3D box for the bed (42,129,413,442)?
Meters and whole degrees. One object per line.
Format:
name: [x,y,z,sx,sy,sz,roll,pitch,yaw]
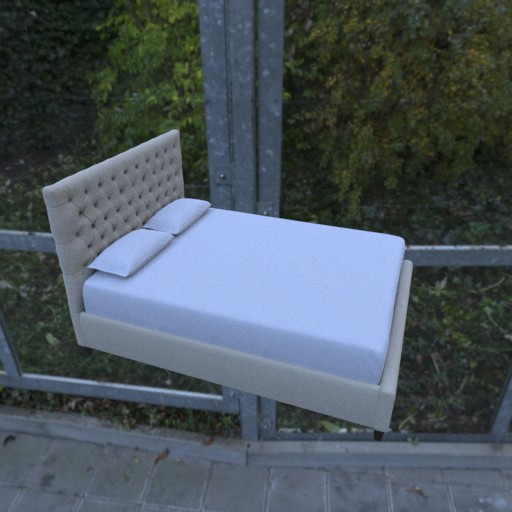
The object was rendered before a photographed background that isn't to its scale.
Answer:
bed: [0.000,0.000,3.517,2.387,1.427,1.698,10,31,18]
